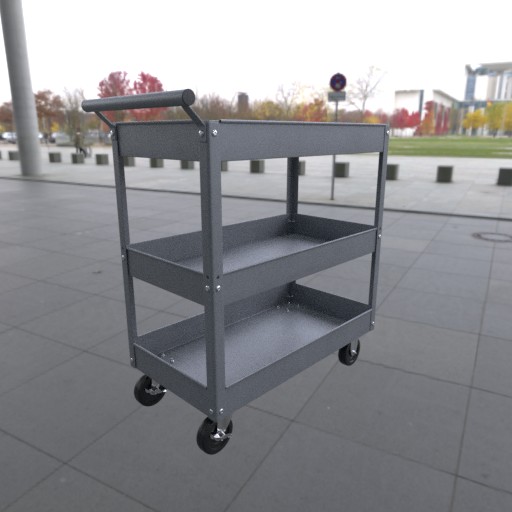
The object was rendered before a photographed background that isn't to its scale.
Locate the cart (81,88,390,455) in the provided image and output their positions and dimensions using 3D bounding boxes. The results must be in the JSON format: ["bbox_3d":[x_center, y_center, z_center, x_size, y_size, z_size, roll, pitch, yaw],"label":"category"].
[{"bbox_3d":[0.000,0.000,1.194,0.366,0.780,0.719,15,21,42],"label":"cart"}]
